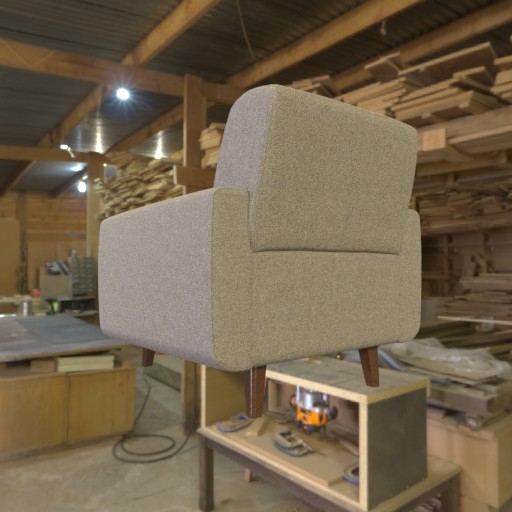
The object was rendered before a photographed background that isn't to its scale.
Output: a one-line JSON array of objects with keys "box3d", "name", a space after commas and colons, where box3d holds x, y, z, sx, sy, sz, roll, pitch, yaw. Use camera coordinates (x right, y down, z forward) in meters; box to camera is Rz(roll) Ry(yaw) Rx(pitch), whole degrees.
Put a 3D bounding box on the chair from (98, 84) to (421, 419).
[{"box3d": [0.000, 0.000, 1.544, 0.831, 0.839, 0.907, 1, -1, -37], "name": "chair"}]
